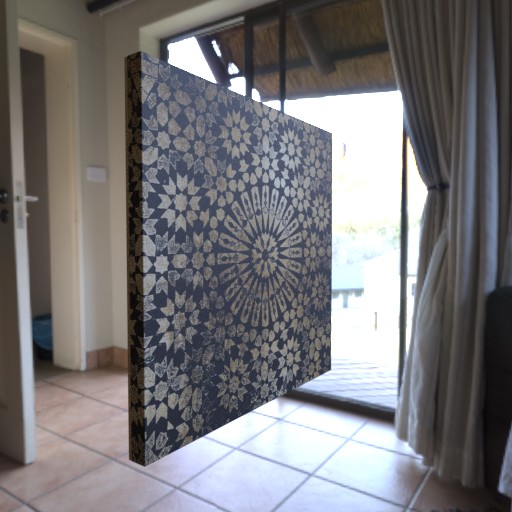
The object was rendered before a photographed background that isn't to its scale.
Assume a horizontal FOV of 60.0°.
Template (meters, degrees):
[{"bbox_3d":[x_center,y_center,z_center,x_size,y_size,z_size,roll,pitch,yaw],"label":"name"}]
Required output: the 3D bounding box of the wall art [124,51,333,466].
[{"bbox_3d":[0.000,0.000,0.906,0.038,0.612,0.612,2,3,36],"label":"wall art"}]
